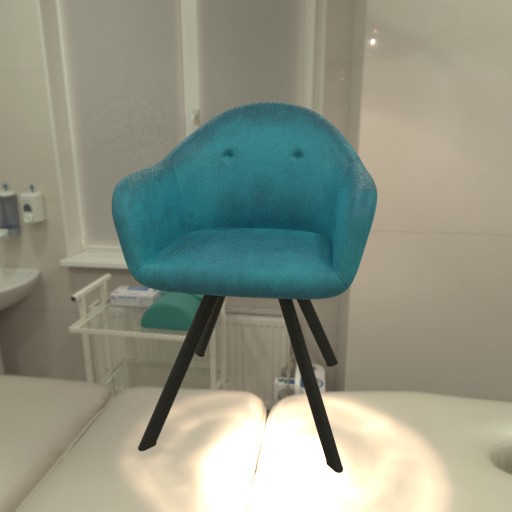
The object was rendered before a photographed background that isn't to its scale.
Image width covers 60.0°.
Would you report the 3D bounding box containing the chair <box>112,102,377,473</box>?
[{"bbox_3d":[0.000,0.000,1.139,0.540,0.780,0.570,2,16,8],"label":"chair"}]
